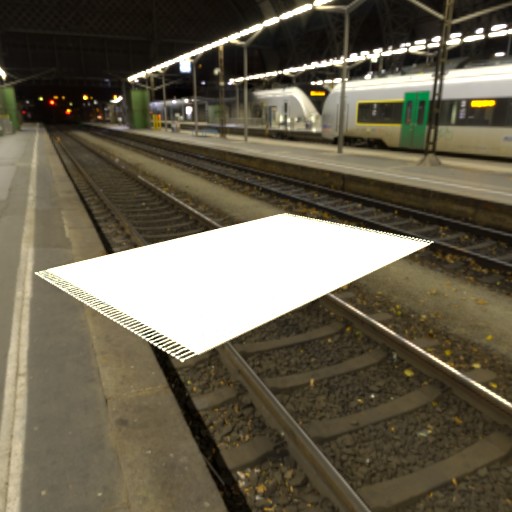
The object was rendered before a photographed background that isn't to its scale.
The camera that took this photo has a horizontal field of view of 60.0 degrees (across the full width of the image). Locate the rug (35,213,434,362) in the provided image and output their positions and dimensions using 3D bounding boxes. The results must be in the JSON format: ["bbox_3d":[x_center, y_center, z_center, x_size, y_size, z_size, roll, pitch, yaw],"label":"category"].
[{"bbox_3d":[0.000,0.000,3.125,1.524,0.010,2.438,16,24,41],"label":"rug"}]
